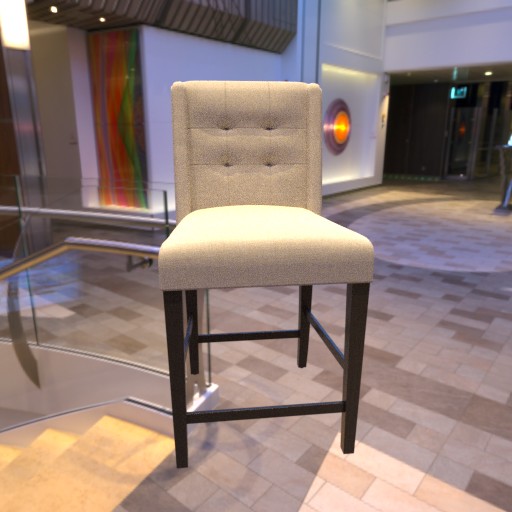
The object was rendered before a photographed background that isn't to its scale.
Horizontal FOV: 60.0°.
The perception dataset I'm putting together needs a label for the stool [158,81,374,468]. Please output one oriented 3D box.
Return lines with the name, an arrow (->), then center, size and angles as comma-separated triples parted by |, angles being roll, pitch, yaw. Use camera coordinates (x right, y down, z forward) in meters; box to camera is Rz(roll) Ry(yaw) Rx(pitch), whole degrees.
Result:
stool -> 0.000, 0.000, 1.211 | 0.474, 0.939, 0.509 | -2, 16, -7
